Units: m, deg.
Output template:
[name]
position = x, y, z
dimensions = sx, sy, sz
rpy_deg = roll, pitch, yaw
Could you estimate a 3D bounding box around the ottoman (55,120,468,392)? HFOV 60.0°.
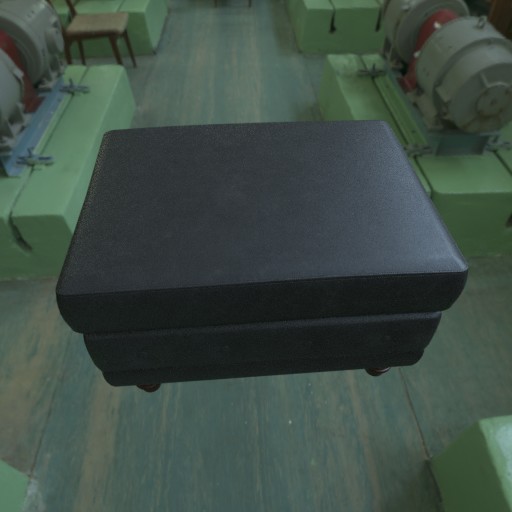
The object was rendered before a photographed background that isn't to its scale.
[ottoman]
position = 0.000, 0.000, 1.172
dimensions = 0.795, 0.498, 0.590
rpy_deg = -3, 46, -3
